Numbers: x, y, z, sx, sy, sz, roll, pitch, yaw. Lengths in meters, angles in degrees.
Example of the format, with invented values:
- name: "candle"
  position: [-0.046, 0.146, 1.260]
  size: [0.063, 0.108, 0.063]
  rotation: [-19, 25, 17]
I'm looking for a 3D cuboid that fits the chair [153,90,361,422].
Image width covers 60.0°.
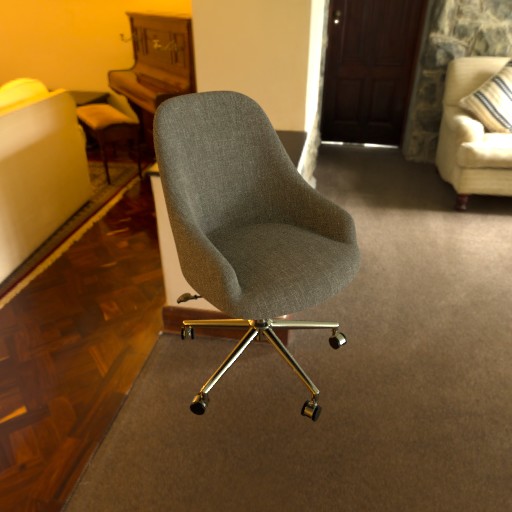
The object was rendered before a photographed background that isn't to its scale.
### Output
- name: "chair"
  position: [0.000, 0.000, 1.495]
  size: [0.671, 0.950, 0.712]
  rotation: [-23, 37, -33]
